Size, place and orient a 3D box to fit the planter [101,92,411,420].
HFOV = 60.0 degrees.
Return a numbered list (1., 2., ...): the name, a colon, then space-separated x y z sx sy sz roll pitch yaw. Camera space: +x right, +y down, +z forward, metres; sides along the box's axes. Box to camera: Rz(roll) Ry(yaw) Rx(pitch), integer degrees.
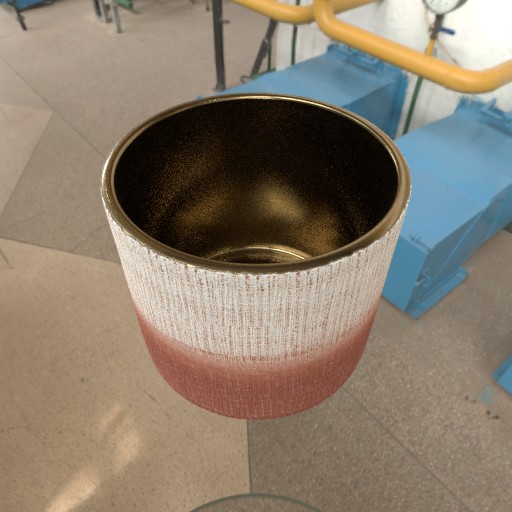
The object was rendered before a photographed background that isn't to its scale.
1. planter: 0.000 0.000 0.311 0.178 0.157 0.178 0 46 0
